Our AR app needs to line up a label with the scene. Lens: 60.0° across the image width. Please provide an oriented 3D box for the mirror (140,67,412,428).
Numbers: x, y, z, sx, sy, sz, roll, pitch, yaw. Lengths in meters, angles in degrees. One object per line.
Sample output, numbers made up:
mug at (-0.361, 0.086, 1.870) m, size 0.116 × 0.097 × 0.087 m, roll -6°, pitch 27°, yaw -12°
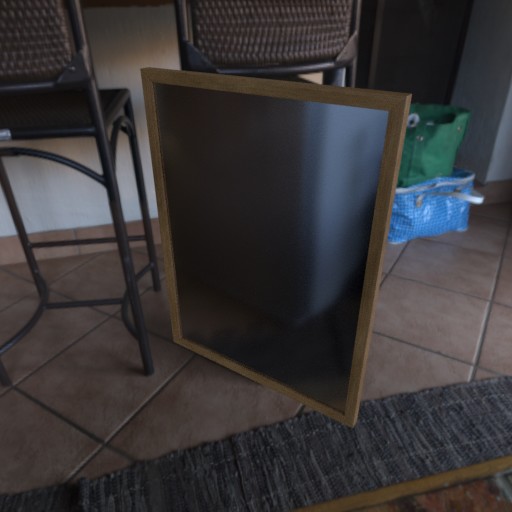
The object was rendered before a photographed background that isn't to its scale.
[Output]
mirror at (0.000, 0.000, 1.355) m, size 0.762 × 1.016 × 0.040 m, roll 18°, pitch 35°, yaw 28°
